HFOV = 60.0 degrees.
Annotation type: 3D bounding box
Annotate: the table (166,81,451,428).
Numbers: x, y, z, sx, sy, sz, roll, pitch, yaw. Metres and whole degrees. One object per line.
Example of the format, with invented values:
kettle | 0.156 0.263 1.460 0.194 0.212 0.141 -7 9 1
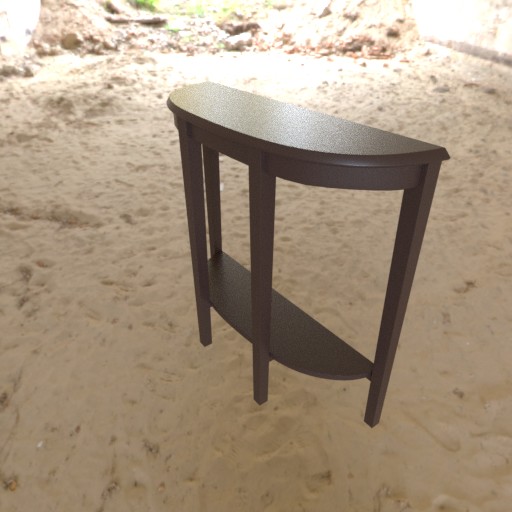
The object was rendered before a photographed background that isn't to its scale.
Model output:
table | 0.000 0.000 1.319 0.274 0.831 0.909 -21 38 -31
